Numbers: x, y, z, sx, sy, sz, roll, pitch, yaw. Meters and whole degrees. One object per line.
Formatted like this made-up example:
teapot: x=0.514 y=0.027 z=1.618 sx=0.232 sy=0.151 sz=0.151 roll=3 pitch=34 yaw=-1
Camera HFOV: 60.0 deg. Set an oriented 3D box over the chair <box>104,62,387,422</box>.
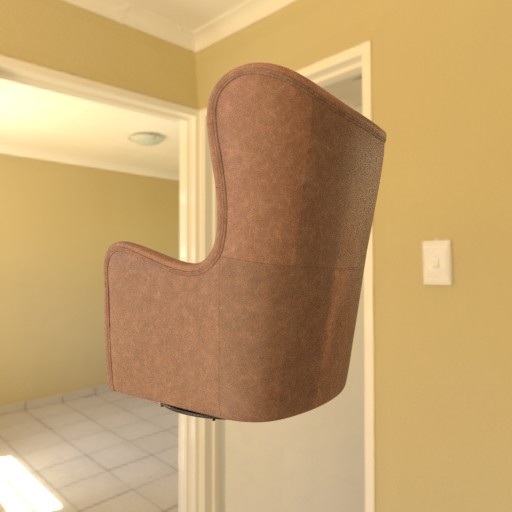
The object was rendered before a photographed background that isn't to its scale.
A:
chair: x=0.000 y=0.000 z=1.712 sx=0.930 sy=1.079 sz=0.831 roll=0 pitch=-1 yaw=35
